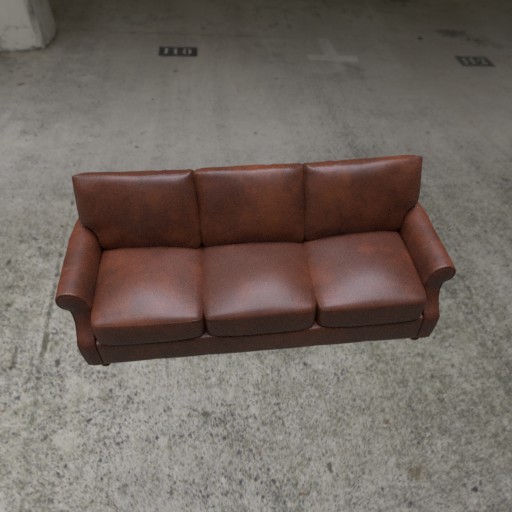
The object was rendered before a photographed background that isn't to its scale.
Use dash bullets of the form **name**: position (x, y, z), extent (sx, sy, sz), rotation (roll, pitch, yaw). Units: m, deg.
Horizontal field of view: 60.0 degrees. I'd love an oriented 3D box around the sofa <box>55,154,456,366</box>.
- **sofa**: position (0.000, 0.000, 2.860), extent (2.351, 0.977, 0.973), rotation (-4, 45, -4)
